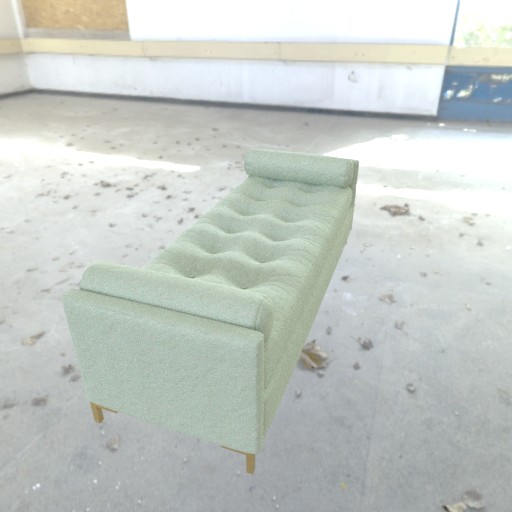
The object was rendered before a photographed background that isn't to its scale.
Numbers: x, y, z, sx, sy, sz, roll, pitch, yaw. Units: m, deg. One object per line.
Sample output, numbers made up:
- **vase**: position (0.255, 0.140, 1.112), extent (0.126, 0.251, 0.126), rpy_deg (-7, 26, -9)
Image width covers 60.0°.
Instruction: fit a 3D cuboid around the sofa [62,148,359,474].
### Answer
- **sofa**: position (0.000, 0.000, 2.486), extent (0.796, 0.705, 2.102), rpy_deg (10, 31, 18)
